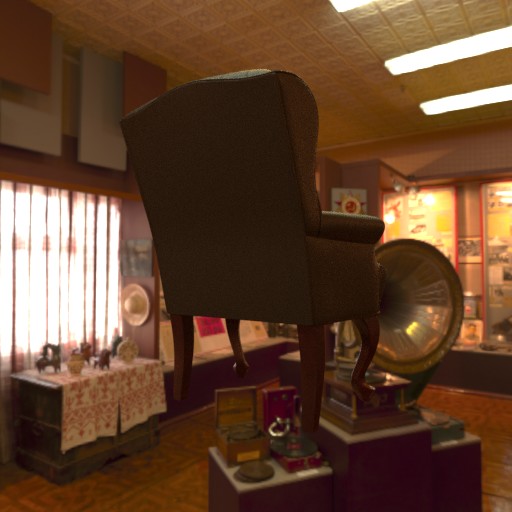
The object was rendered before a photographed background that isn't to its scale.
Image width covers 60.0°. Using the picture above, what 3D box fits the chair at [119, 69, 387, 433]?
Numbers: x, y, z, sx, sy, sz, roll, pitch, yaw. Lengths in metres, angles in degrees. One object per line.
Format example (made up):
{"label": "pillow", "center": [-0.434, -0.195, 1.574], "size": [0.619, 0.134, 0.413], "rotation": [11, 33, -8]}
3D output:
{"label": "chair", "center": [0.000, 0.000, 1.663], "size": [0.838, 1.111, 0.762], "rotation": [-1, -2, 36]}
